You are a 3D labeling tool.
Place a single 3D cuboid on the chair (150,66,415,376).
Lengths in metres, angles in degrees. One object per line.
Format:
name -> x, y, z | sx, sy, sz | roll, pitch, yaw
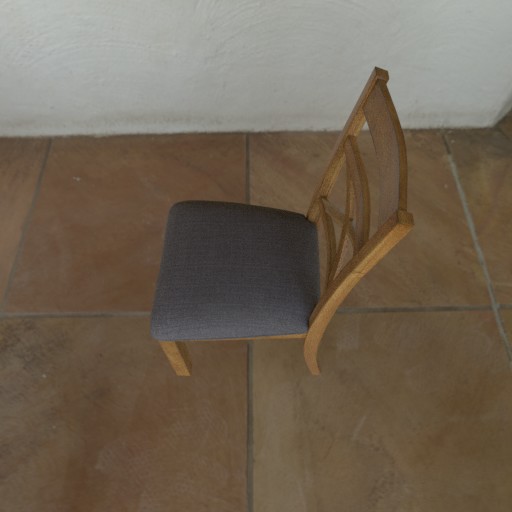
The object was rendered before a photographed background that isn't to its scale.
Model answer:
chair -> 0.000, 0.000, 1.263 | 0.581, 0.949, 0.470 | 2, 60, 1
